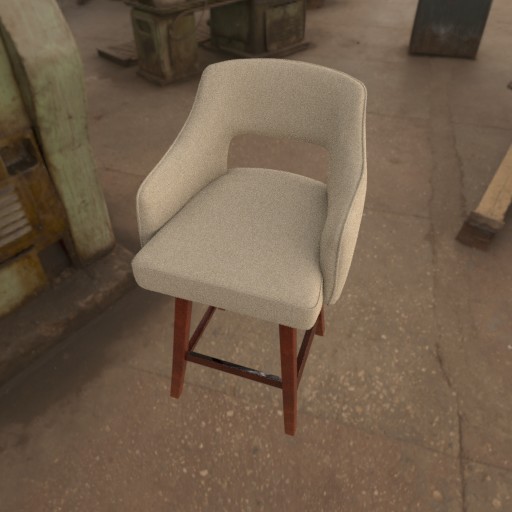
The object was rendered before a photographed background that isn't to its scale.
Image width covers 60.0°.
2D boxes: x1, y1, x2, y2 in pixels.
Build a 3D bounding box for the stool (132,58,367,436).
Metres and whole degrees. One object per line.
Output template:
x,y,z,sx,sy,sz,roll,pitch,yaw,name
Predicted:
0.000,0.000,1.289,0.550,0.936,0.560,13,43,14,stool
